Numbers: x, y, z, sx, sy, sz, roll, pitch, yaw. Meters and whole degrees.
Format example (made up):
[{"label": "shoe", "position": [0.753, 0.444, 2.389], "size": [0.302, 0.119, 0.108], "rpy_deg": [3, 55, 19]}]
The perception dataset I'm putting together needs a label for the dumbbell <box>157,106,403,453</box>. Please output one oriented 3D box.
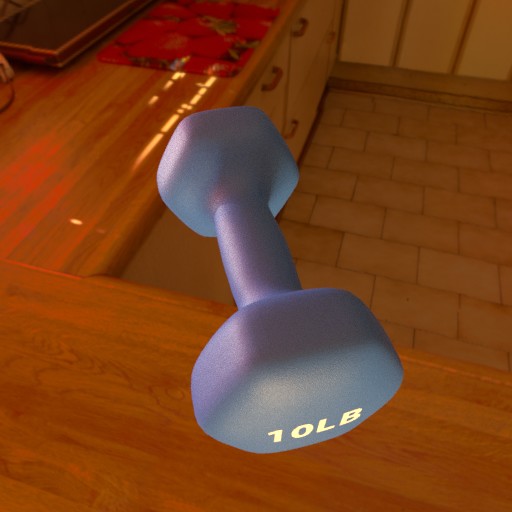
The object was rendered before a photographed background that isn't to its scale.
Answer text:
[{"label": "dumbbell", "position": [0.000, 0.000, 0.265], "size": [0.103, 0.093, 0.212], "rpy_deg": [-10, 48, -9]}]
